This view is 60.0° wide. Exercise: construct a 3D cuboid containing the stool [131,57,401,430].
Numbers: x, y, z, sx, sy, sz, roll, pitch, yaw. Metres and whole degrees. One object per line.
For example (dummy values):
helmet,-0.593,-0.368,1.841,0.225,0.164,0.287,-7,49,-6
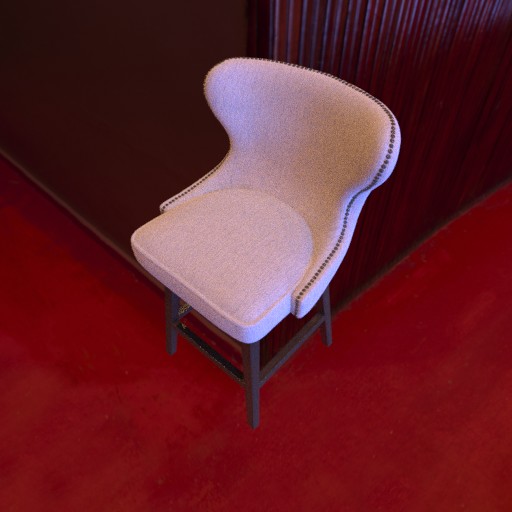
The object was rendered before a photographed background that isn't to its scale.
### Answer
stool,0.000,0.000,1.380,0.615,0.972,0.597,33,55,27
